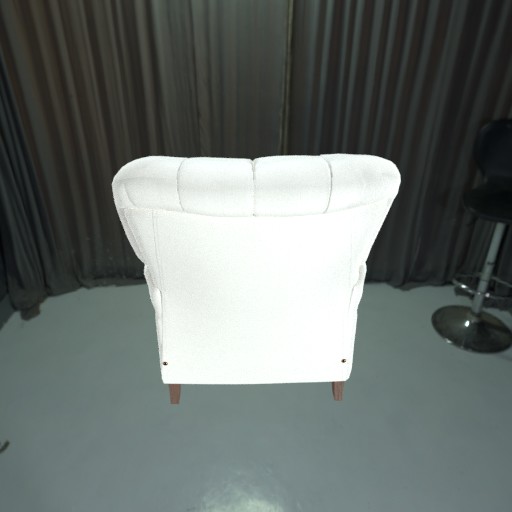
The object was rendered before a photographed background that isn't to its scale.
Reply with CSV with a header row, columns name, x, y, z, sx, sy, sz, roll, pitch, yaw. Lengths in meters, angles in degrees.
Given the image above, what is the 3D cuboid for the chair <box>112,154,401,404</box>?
name,x,y,z,sx,sy,sz,roll,pitch,yaw
chair,0.000,0.000,2.066,1.035,1.169,1.132,-1,29,-1
